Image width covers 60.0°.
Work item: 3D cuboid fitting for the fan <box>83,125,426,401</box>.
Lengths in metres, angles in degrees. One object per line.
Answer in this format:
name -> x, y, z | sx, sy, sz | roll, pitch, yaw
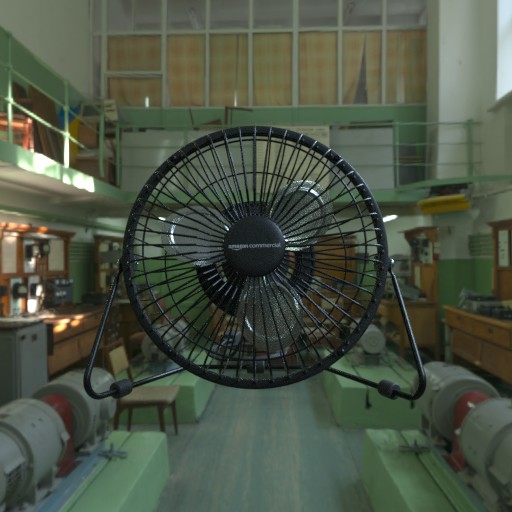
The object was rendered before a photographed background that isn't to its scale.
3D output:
fan -> 0.000, 0.000, 0.379 | 0.209, 0.188, 0.227 | 0, 0, 1
